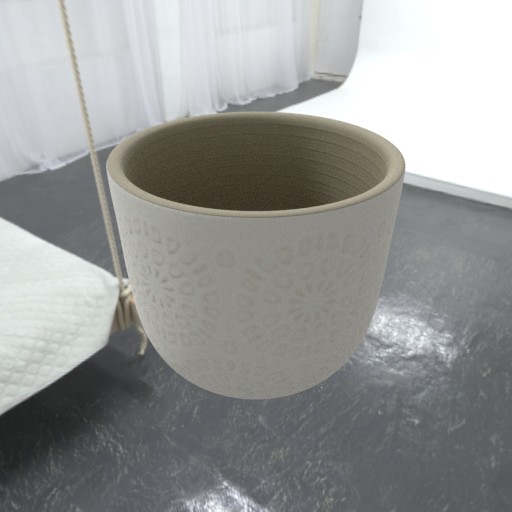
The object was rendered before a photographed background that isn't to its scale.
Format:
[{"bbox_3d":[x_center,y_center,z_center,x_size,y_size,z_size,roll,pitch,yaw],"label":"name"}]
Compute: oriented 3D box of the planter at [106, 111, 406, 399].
[{"bbox_3d":[0.000,0.000,0.220,0.124,0.109,0.124,0,33,0],"label":"planter"}]
